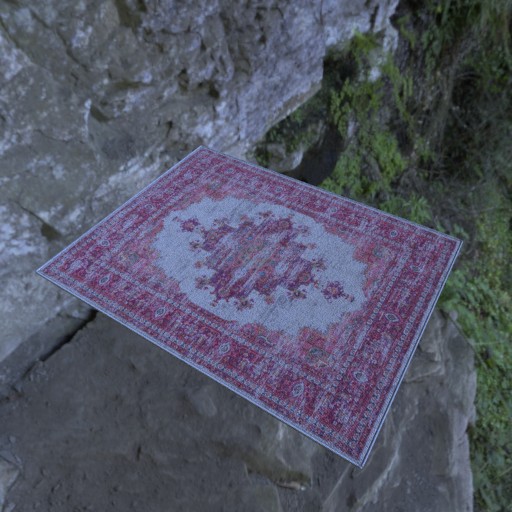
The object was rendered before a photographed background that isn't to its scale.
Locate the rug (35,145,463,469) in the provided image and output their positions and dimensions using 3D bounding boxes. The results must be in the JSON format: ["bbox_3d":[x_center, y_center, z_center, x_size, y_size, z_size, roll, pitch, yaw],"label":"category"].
[{"bbox_3d":[0.000,0.000,4.080,3.123,0.017,2.447,24,51,22],"label":"rug"}]
